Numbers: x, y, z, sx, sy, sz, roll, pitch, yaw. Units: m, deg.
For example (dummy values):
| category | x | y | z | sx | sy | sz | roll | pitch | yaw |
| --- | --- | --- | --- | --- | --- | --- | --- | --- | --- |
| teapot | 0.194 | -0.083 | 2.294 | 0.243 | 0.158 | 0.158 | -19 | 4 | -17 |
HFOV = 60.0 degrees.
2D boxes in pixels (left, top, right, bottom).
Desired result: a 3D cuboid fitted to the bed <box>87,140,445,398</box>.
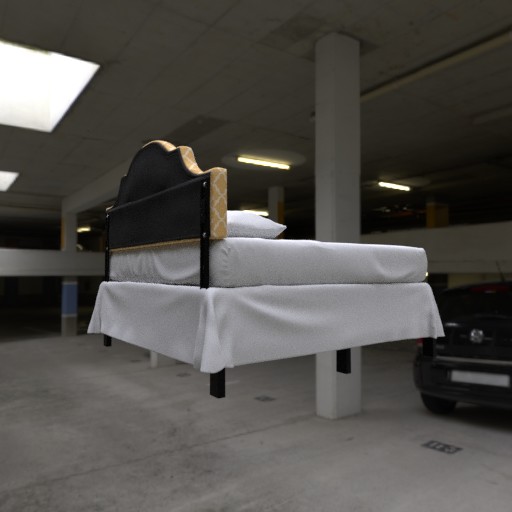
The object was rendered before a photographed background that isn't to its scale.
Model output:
| category | x | y | z | sx | sy | sz | roll | pitch | yaw |
| --- | --- | --- | --- | --- | --- | --- | --- | --- | --- |
| bed | 0.000 | 0.000 | 3.769 | 2.222 | 1.601 | 2.314 | 1 | -2 | -35 |
